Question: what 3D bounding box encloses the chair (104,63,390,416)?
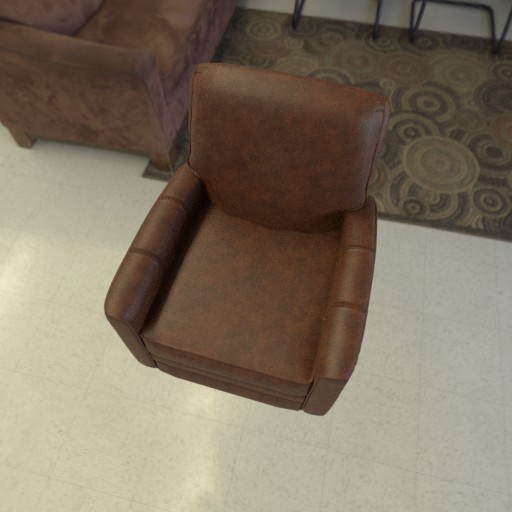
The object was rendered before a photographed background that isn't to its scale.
[{"bbox_3d":[0.000,0.000,1.637,0.839,1.010,0.850,14,60,8],"label":"chair"}]
